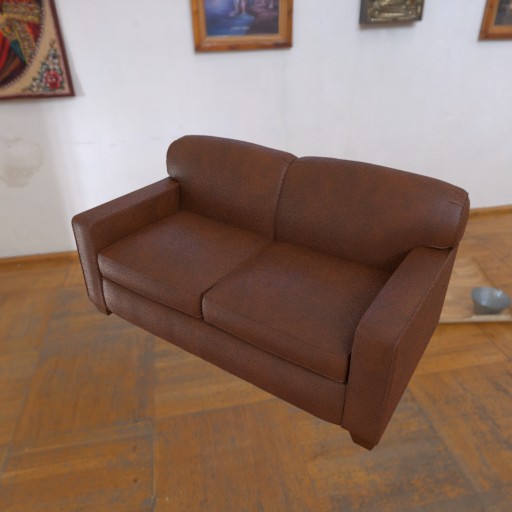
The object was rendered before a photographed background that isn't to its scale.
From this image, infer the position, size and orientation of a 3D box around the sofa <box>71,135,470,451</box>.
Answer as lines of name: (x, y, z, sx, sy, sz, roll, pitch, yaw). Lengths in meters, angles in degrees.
sofa: (0.000, 0.000, 2.393, 1.856, 0.966, 1.000, 19, 35, 29)
